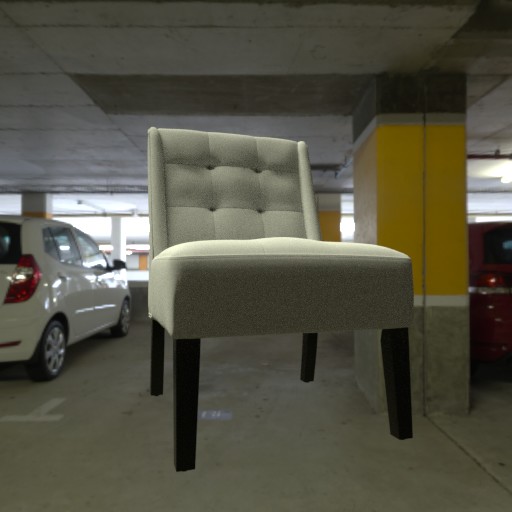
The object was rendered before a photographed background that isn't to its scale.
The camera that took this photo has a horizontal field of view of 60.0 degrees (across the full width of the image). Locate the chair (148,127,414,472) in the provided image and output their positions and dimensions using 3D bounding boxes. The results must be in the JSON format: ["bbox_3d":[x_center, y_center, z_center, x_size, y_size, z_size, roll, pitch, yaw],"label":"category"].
[{"bbox_3d":[0.000,0.000,1.247,0.569,0.853,0.676,0,-1,-18],"label":"chair"}]
